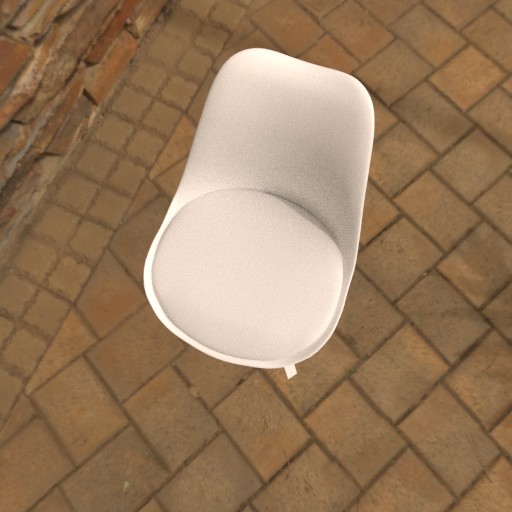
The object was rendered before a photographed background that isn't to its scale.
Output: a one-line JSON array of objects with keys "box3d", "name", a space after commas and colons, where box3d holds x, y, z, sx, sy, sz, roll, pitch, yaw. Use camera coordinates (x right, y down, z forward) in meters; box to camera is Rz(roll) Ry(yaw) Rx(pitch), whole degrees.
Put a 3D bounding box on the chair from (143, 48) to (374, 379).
[{"box3d": [0.000, 0.000, 1.143, 0.485, 0.850, 0.550, 20, 75, 5], "name": "chair"}]
